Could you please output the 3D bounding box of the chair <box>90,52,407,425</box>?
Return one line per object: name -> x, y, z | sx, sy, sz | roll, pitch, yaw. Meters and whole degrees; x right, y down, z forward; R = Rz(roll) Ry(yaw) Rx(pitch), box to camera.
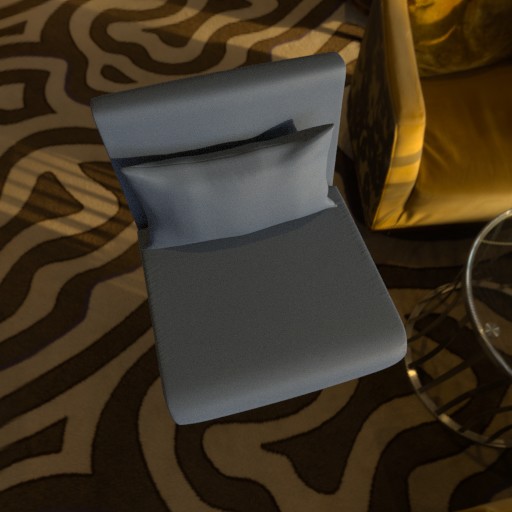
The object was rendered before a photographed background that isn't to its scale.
chair -> 0.000, 0.000, 1.473 | 0.770, 0.808, 0.900 | -14, 63, -7
